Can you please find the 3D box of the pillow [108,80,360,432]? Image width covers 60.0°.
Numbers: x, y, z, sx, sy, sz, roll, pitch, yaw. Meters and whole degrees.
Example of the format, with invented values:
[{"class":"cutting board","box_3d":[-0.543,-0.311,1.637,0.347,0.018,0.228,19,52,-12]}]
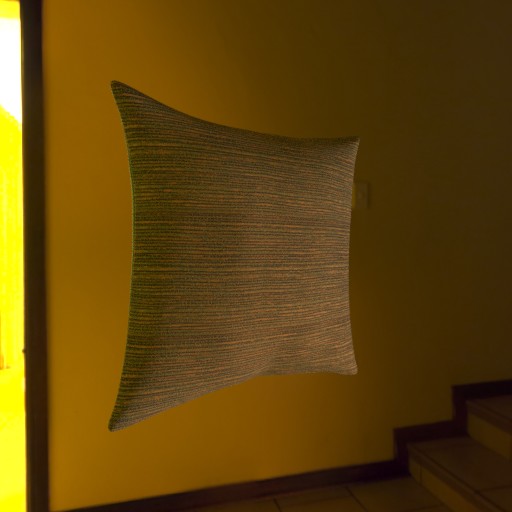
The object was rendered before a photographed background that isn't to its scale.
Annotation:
[{"class":"pillow","box_3d":[0.000,0.000,0.770,0.514,0.497,0.150,-1,2,-36]}]
